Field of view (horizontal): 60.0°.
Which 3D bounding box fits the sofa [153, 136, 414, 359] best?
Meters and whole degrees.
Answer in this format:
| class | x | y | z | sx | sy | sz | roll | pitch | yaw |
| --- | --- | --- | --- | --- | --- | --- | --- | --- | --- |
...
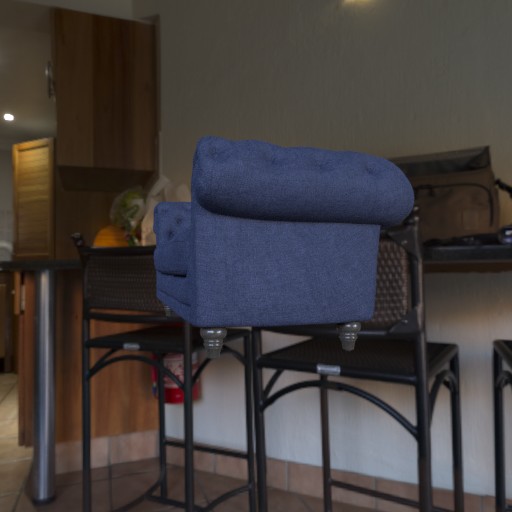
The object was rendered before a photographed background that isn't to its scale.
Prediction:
| class | x | y | z | sx | sy | sz | roll | pitch | yaw |
| --- | --- | --- | --- | --- | --- | --- | --- | --- | --- |
| sofa | 0.000 | 0.000 | 2.560 | 1.082 | 0.833 | 1.988 | 0 | -1 | -17 |
